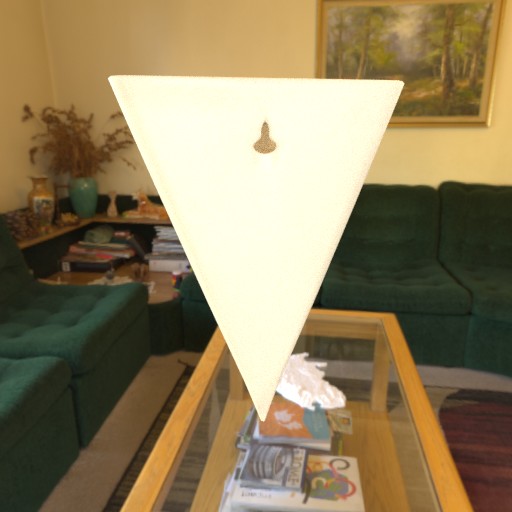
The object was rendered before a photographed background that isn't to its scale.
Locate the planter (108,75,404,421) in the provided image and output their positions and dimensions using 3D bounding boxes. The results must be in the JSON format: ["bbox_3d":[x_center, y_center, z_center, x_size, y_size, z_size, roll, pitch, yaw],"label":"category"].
[{"bbox_3d":[0.000,0.000,0.271,0.150,0.197,0.060,-3,16,-9],"label":"planter"}]
